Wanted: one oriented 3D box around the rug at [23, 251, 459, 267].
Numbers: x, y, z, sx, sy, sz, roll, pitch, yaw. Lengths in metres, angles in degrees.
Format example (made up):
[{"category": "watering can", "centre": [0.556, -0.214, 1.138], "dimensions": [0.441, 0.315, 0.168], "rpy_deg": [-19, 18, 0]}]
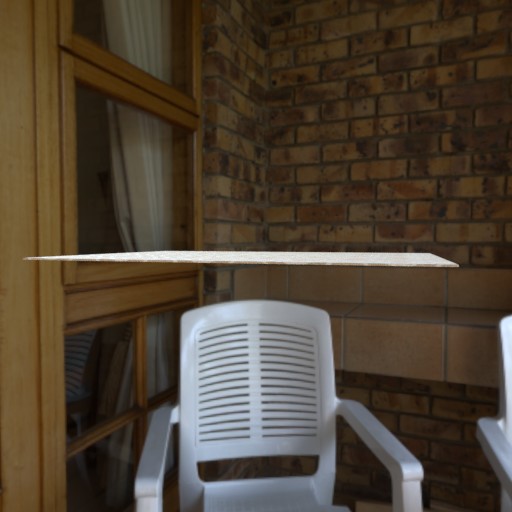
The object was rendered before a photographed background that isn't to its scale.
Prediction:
[{"category": "rug", "centre": [0.000, 0.000, 2.765], "dimensions": [2.134, 0.010, 1.524], "rpy_deg": [1, 2, 17]}]
